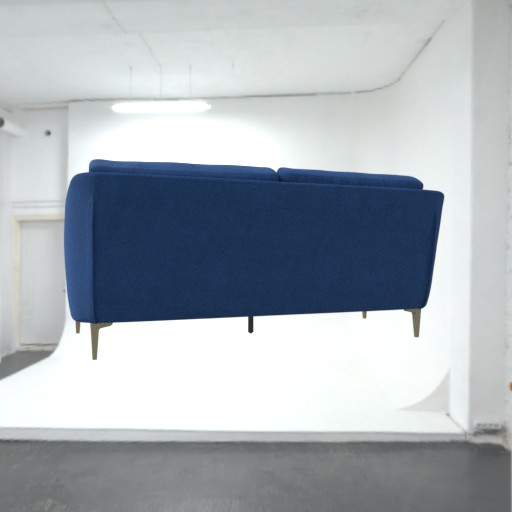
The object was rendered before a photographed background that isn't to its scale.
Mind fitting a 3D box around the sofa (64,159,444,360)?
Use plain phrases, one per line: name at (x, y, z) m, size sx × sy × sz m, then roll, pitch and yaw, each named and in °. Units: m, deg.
sofa at (0.000, 0.000, 2.488) m, size 2.036 × 0.903 × 0.960 m, roll 0°, pitch 0°, yaw -18°
